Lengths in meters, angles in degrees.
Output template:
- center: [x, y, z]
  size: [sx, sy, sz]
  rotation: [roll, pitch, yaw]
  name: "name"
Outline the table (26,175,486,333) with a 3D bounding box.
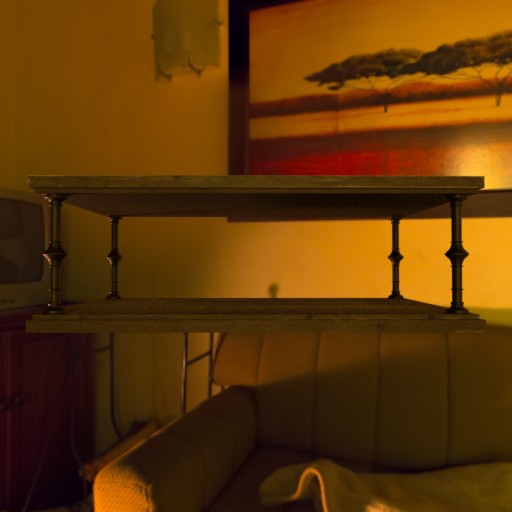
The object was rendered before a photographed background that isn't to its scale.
- center: [0.000, 0.000, 1.328]
  size: [1.088, 0.373, 0.554]
  rotation: [0, -1, 0]
  name: "table"
